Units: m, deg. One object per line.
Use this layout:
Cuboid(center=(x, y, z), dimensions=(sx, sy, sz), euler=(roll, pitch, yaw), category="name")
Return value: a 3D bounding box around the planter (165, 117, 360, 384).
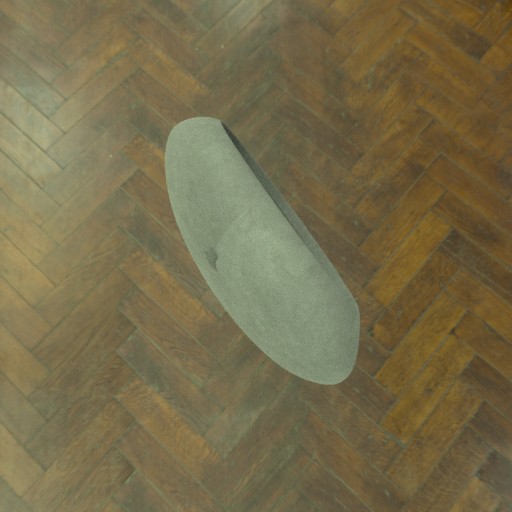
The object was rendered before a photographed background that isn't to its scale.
Cuboid(center=(0.000, 0.000, 0.285), dimensions=(0.071, 0.188, 0.185), euler=(-33, 78, -8), category="planter")
